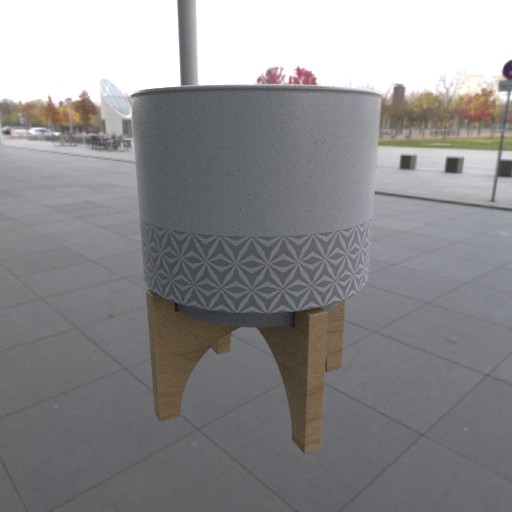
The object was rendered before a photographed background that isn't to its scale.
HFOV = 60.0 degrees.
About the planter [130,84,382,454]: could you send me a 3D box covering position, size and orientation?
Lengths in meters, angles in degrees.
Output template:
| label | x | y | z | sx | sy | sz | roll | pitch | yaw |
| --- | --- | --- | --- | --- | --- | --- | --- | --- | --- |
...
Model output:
| label | x | y | z | sx | sy | sz | roll | pitch | yaw |
| --- | --- | --- | --- | --- | --- | --- | --- | --- | --- |
| planter | 0.000 | 0.000 | 0.501 | 0.249 | 0.343 | 0.249 | 0 | 16 | 0 |
